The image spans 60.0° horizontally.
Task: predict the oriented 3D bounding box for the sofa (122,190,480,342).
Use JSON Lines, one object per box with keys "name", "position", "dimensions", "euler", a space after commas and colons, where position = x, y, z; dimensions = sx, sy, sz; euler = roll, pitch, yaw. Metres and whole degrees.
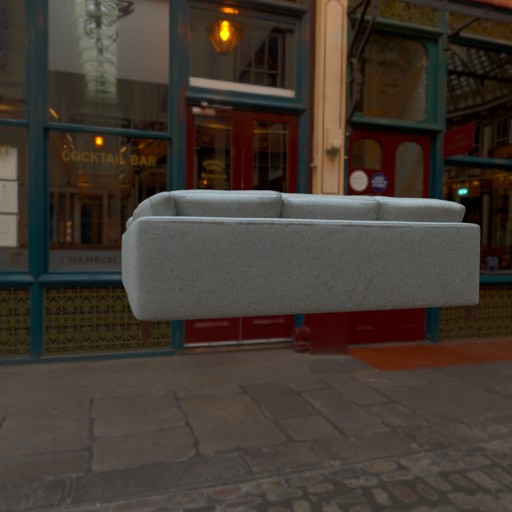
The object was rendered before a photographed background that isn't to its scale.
{"name": "sofa", "position": [0.000, 0.000, 4.525], "dimensions": [2.592, 0.947, 3.301], "euler": [0, 1, -18]}
